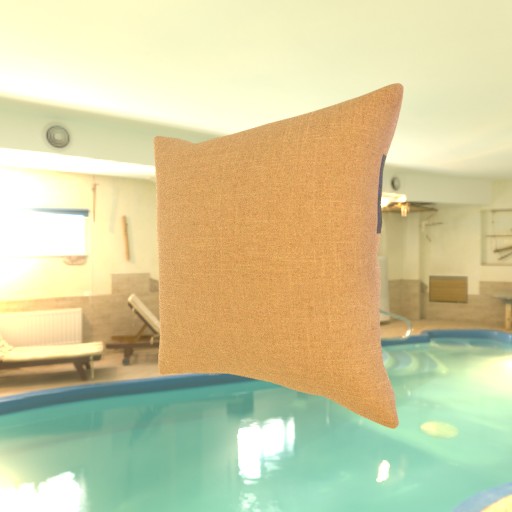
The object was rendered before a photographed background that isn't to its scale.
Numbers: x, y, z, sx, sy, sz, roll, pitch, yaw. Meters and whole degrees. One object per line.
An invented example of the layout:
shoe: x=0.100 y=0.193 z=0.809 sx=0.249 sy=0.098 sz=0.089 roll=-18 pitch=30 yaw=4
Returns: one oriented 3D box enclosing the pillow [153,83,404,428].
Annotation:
pillow: x=0.000 y=0.000 z=0.628 sx=0.414 sy=0.399 sz=0.173 roll=0 pitch=1 yaw=36
